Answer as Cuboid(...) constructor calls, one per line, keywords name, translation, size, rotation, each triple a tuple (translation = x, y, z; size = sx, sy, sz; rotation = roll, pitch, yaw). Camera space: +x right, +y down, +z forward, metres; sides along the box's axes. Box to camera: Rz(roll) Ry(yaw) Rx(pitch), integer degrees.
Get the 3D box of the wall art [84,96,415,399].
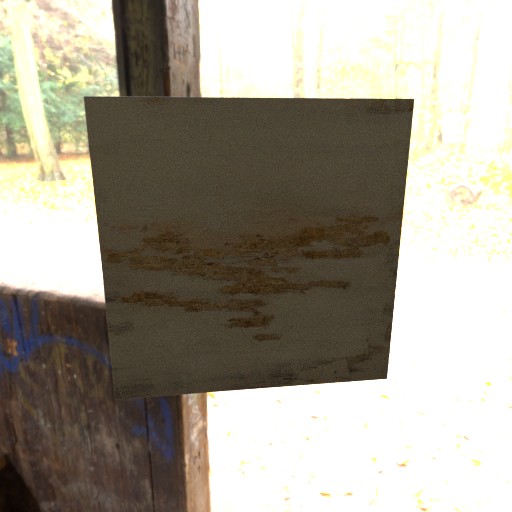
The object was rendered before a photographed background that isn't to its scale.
Cuboid(name="wall art", translation=(0.000, 0.000, 1.513), size=(1.015, 1.018, 0.040), rotation=(-2, 17, -7))
